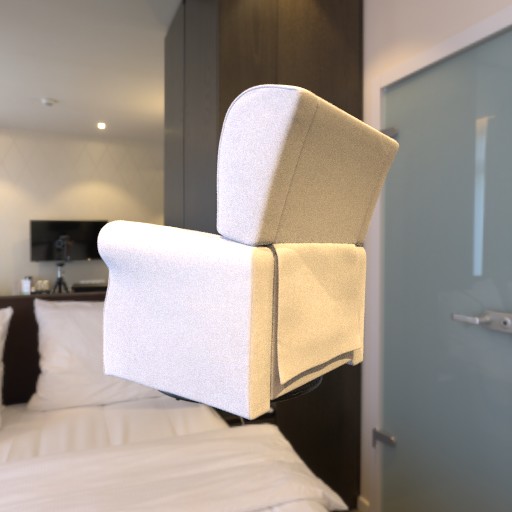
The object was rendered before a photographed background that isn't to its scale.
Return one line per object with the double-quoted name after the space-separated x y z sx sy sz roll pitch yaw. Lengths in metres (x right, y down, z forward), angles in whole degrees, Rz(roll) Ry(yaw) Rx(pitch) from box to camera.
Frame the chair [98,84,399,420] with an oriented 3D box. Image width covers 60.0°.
0.000 0.000 1.700 0.854 0.967 0.906 1 2 36 "chair"
